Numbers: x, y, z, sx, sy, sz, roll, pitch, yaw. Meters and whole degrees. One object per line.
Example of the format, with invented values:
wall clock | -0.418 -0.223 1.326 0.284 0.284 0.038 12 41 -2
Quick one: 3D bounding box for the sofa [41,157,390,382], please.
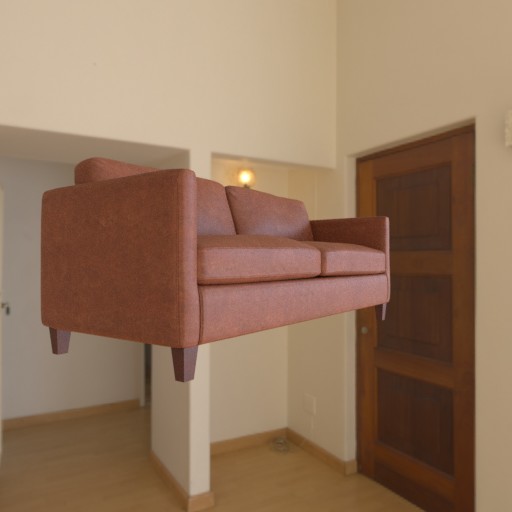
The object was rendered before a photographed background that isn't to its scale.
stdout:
sofa | 0.000 0.000 2.687 0.950 0.932 2.204 0 -1 35
